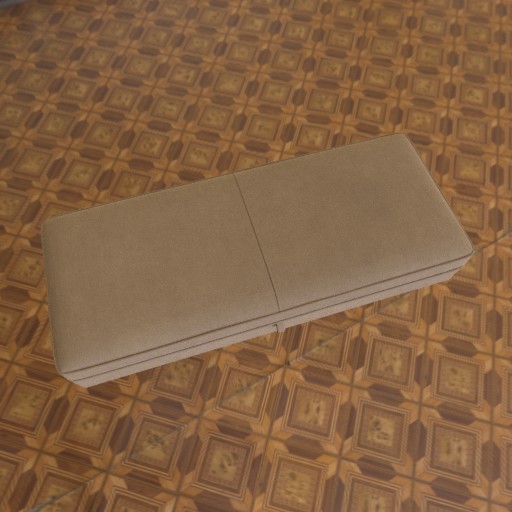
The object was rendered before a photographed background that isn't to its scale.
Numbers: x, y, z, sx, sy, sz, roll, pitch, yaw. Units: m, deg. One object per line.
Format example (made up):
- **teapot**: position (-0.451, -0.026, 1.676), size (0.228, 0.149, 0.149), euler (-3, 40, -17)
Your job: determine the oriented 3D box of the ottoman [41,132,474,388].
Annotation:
- **ottoman**: position (0.000, 0.000, 1.996), size (1.726, 0.460, 0.735), euler (-15, 64, -8)
